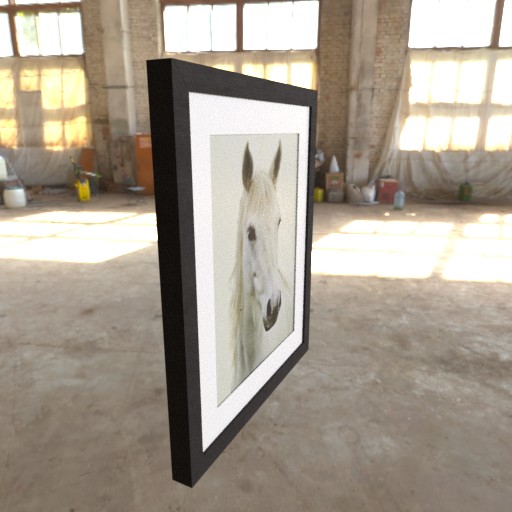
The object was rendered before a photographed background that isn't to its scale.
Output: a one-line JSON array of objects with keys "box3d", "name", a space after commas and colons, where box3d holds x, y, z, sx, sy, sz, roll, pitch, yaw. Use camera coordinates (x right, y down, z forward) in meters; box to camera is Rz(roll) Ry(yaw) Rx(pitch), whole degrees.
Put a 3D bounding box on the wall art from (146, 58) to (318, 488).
[{"box3d": [0.000, 0.000, 0.743, 0.034, 0.552, 0.455, 8, 18, 26], "name": "wall art"}]
